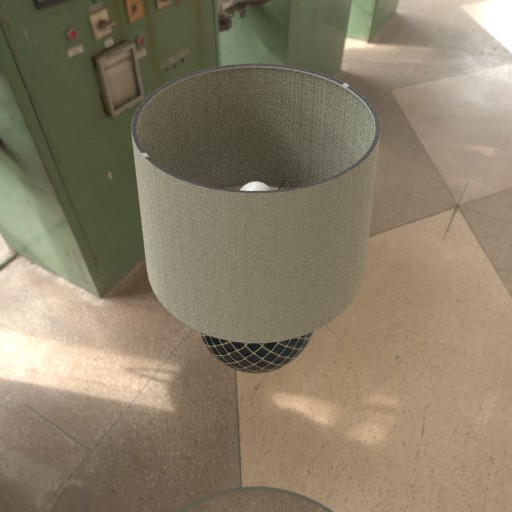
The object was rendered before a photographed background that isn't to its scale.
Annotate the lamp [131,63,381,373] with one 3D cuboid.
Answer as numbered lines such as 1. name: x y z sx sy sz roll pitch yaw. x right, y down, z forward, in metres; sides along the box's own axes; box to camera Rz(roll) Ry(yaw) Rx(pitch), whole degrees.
1. lamp: 0.000 0.000 0.783 0.376 0.540 0.376 0 47 0
